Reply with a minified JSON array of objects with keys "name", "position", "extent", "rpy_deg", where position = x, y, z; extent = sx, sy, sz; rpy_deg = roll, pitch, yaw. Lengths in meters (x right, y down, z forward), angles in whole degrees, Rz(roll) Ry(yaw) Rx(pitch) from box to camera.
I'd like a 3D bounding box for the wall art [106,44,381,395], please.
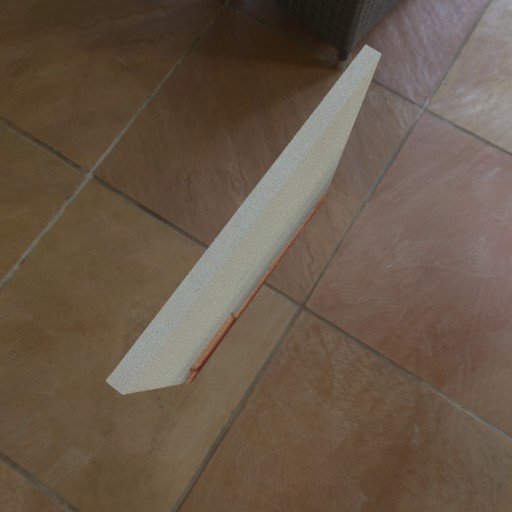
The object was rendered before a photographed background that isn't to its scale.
[{"name":"wall art","position":[0.000,0.000,0.603],"extent":[0.023,0.405,0.405],"rpy_deg":[35,78,8]}]
